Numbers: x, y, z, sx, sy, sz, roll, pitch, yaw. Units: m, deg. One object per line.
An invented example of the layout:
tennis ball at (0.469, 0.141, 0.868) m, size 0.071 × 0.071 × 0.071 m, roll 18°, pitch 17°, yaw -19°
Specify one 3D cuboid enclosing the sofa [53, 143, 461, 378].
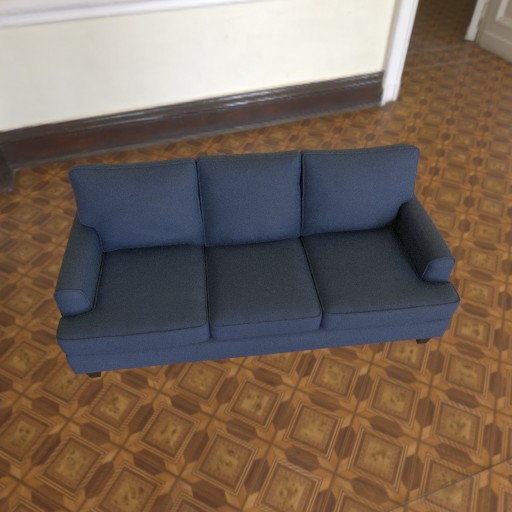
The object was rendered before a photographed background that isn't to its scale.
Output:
sofa at (0.000, 0.000, 2.609) m, size 2.158 × 0.965 × 0.951 m, roll -5°, pitch 45°, yaw -5°
